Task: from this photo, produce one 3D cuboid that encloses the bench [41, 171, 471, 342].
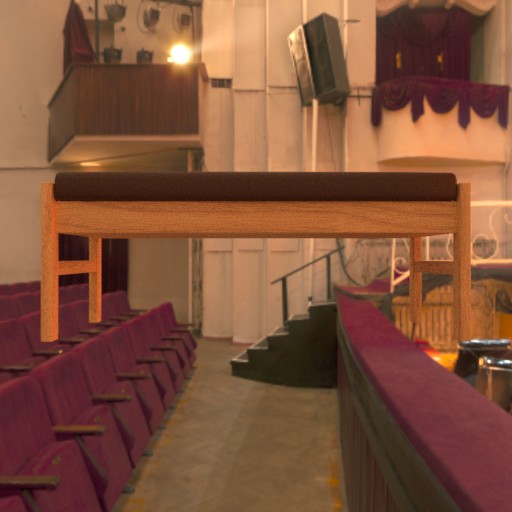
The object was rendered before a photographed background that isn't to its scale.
[{"bbox_3d":[0.000,0.000,1.438,1.200,0.480,0.405,0,0,0],"label":"bench"}]
